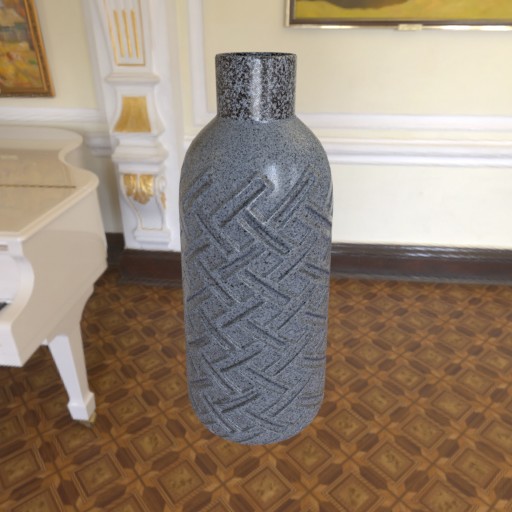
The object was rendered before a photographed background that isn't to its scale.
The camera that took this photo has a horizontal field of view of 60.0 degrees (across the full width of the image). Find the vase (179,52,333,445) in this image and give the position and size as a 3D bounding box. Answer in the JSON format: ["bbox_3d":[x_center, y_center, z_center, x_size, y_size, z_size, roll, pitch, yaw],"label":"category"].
[{"bbox_3d":[0.000,0.000,0.340,0.122,0.282,0.122,0,27,0],"label":"vase"}]
